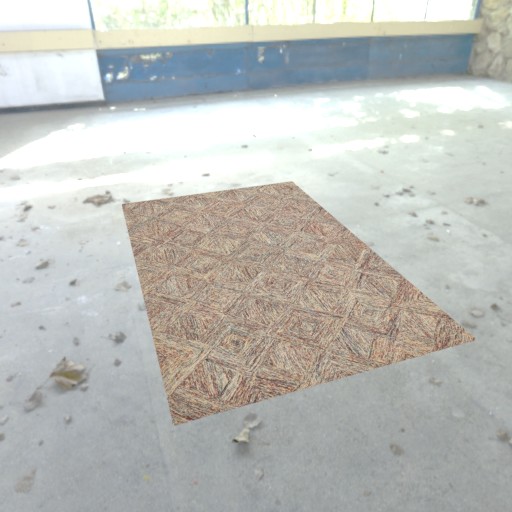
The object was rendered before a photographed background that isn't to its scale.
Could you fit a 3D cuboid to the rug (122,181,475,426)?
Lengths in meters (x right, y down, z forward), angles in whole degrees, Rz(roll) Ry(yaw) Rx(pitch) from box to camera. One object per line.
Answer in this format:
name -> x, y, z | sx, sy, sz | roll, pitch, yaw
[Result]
rug -> 0.000, 0.000, 2.926 | 1.523, 0.019, 2.285 | -10, 32, -17
